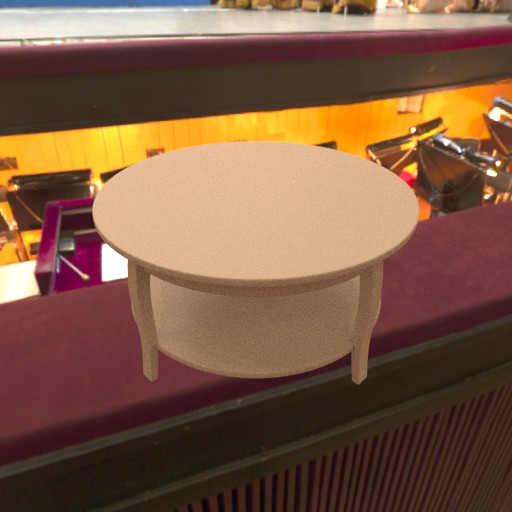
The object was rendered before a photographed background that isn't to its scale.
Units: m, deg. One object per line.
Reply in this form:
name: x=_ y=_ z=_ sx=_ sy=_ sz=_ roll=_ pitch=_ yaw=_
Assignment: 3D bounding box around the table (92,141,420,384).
table: x=0.000 y=0.000 z=1.412 sx=0.910 sy=0.457 sz=0.910 roll=0 pitch=32 yaw=0
